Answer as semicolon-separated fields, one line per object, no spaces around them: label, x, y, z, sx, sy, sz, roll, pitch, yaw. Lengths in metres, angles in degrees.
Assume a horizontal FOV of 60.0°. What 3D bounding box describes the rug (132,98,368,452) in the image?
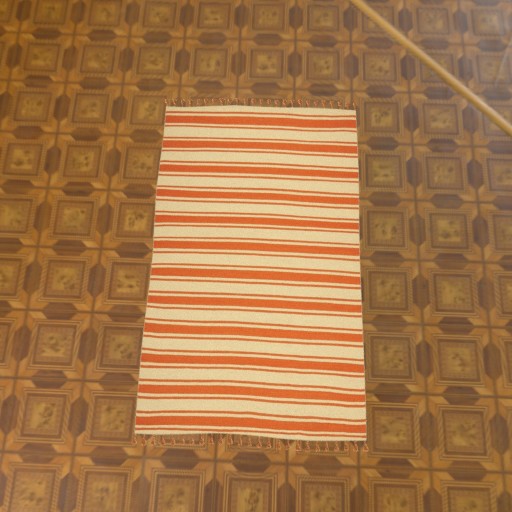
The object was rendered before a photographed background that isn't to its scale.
rug;0.000;0.000;2.575;1.232;0.017;2.092;2;75;0
